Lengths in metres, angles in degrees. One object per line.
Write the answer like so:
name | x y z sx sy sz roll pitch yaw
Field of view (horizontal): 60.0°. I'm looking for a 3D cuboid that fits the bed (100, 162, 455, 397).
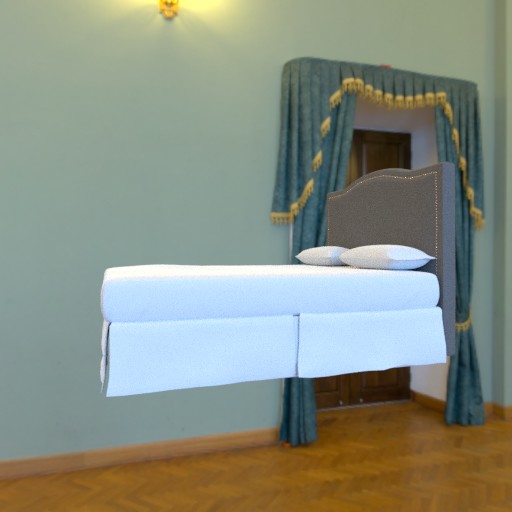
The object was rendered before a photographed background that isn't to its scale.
bed | 0.000 0.000 3.444 2.282 1.436 1.821 0 1 -18
